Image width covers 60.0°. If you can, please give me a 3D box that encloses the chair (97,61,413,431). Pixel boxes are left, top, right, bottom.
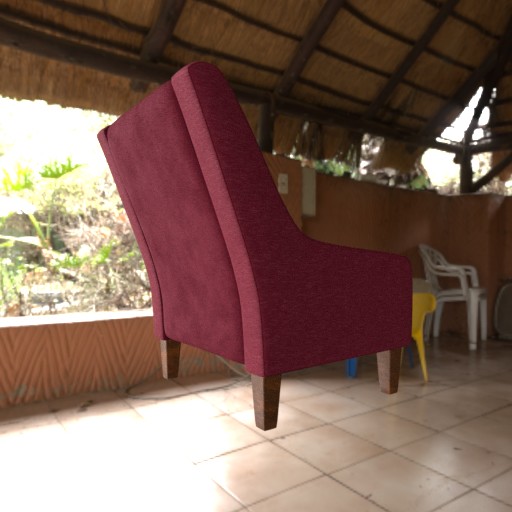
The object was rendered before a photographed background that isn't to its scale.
[{"bbox_3d":[0.000,0.000,1.701,0.985,1.017,0.793,0,0,-36],"label":"chair"}]
